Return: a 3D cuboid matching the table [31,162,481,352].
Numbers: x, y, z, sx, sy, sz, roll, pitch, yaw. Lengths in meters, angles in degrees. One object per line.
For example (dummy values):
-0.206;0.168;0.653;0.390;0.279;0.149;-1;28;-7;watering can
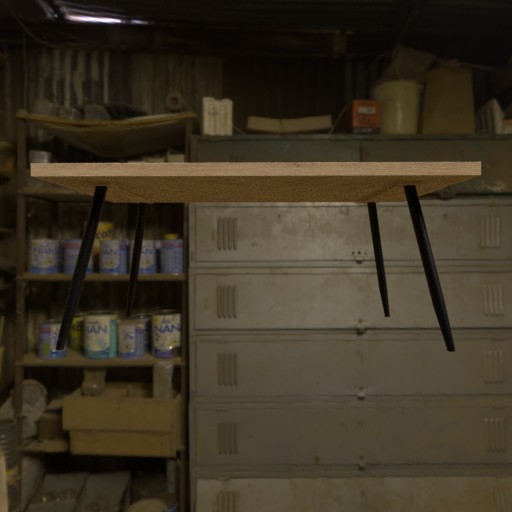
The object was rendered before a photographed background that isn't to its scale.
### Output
0.000;0.000;2.276;1.803;0.762;0.991;0;1;1;table
